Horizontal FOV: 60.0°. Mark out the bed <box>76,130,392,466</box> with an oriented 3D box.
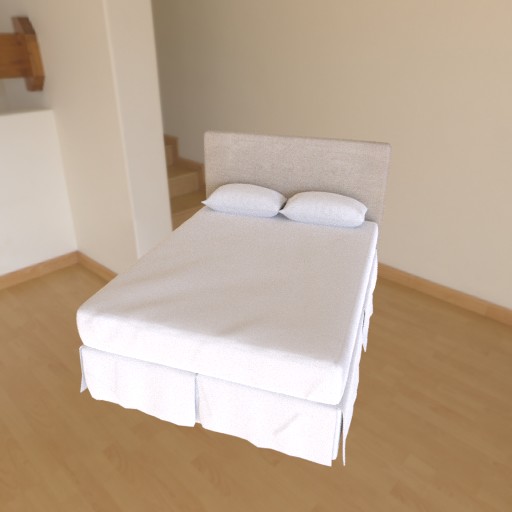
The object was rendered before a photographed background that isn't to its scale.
[{"bbox_3d":[0.000,0.000,3.225,1.713,1.330,2.162,9,28,17],"label":"bed"}]
